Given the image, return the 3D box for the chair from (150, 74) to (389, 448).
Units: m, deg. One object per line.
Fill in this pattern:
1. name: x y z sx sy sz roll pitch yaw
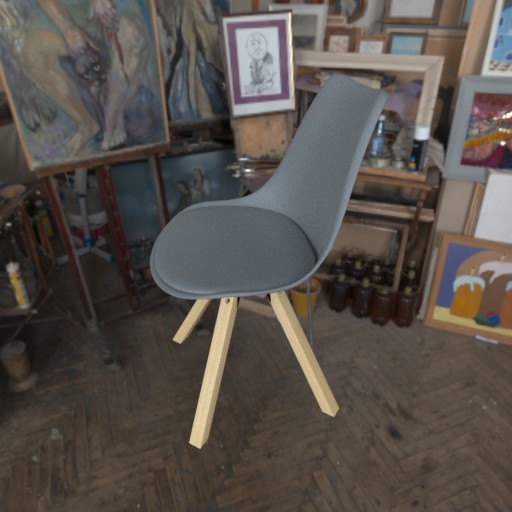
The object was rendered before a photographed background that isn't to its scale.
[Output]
1. chair: 0.000 0.000 1.178 0.549 0.850 0.485 -8 32 -13
